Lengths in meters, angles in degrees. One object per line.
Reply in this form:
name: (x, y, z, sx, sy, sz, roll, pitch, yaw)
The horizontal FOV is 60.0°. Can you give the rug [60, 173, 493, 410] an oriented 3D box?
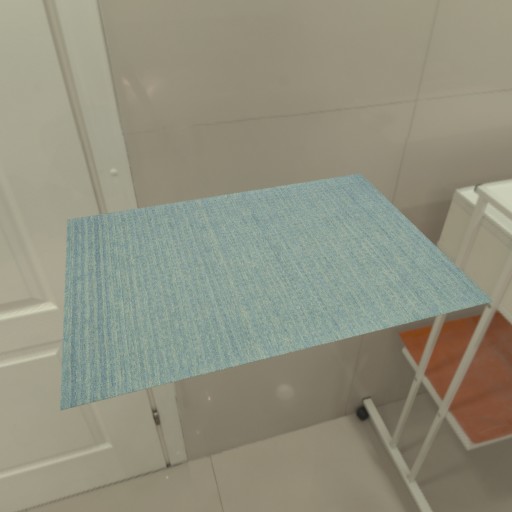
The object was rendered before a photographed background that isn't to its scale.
rug: (0.000, 0.000, 3.539, 2.895, 0.006, 1.982, -11, 40, -13)
